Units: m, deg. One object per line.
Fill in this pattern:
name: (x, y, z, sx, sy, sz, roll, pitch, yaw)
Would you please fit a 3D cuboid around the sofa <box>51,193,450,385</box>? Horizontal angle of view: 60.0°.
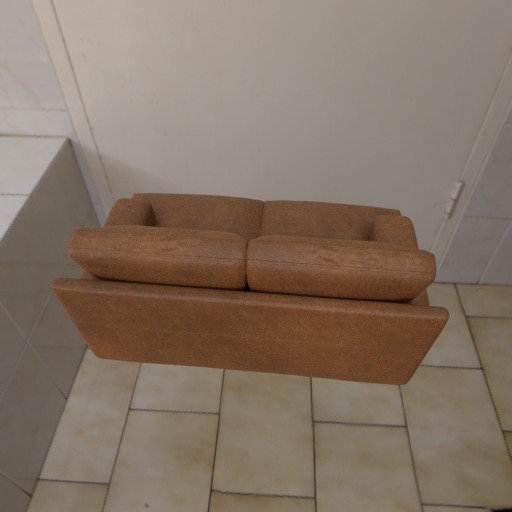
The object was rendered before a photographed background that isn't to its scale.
sofa: (0.000, 0.000, 2.564, 1.880, 0.966, 1.144, 4, 47, 4)
